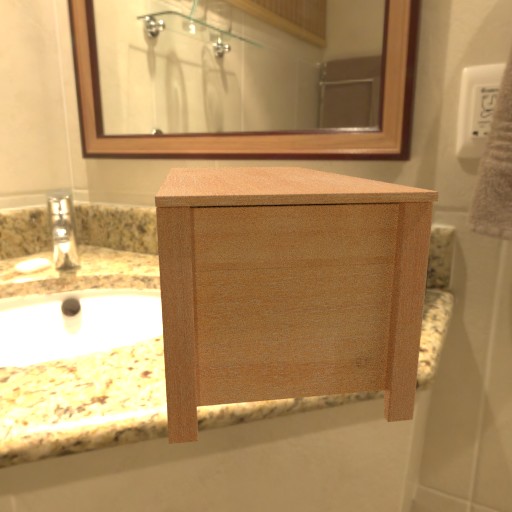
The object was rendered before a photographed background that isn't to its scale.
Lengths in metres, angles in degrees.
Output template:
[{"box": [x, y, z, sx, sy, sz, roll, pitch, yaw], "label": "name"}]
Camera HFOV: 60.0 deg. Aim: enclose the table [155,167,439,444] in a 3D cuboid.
[{"box": [0.000, 0.000, 1.274, 0.483, 0.457, 1.016, -2, 14, -9], "label": "table"}]
